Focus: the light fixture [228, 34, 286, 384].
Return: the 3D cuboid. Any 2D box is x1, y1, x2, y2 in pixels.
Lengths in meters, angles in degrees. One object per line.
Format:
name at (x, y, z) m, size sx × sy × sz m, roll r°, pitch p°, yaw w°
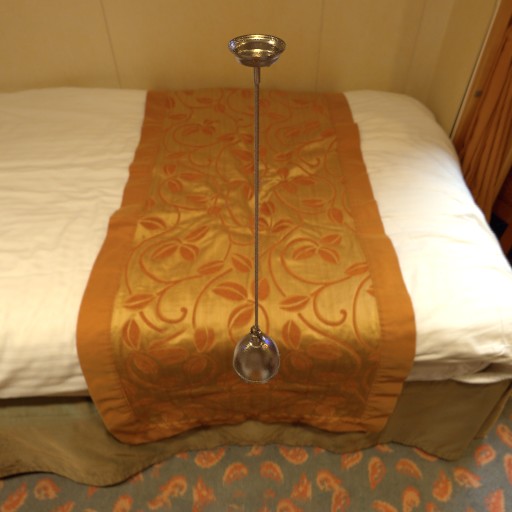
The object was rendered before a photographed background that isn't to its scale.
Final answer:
light fixture at (0.000, 0.000, 1.487) m, size 0.217 × 1.367 × 0.211 m, roll 33°, pitch 54°, yaw 28°
